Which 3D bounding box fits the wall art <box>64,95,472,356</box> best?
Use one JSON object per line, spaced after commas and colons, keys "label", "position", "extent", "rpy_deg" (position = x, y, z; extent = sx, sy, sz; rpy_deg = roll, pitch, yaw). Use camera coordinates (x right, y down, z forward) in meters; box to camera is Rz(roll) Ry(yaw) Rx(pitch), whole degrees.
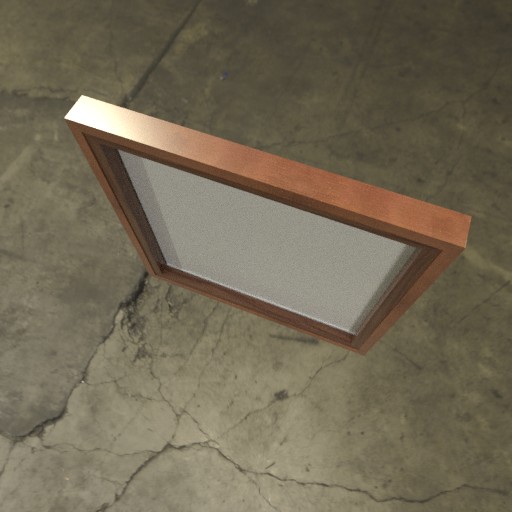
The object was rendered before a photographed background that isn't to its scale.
{"label": "wall art", "position": [0.000, 0.000, 0.603], "extent": [0.403, 0.403, 0.035], "rpy_deg": [19, 66, 9]}
